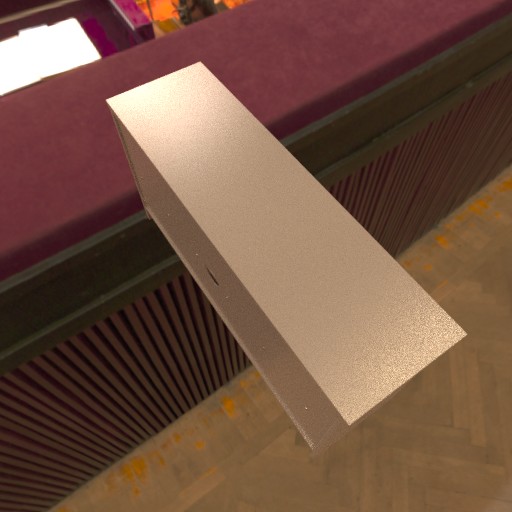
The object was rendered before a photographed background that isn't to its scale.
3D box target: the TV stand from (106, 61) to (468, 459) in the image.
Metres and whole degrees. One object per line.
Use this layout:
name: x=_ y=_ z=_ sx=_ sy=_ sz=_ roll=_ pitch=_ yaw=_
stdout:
TV stand: x=0.000 y=0.000 z=1.439 sx=0.344 sy=0.603 sz=1.167 roll=-30 pitch=63 yaw=-17
